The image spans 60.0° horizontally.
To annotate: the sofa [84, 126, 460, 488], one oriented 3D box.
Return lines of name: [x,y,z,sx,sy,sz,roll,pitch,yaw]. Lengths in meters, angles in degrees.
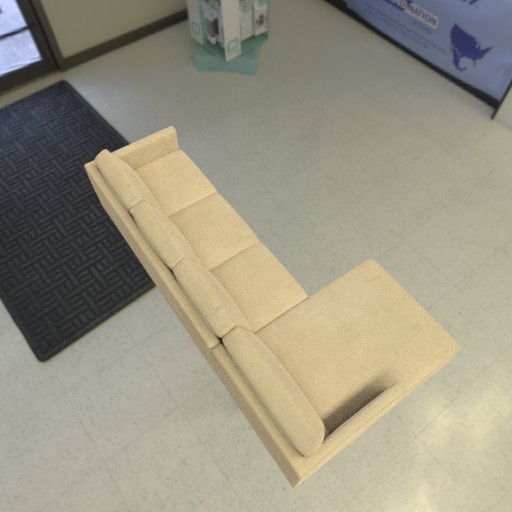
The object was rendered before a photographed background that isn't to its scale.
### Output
sofa: [0.000,0.000,3.813,1.625,0.846,3.186,-31,63,-18]
